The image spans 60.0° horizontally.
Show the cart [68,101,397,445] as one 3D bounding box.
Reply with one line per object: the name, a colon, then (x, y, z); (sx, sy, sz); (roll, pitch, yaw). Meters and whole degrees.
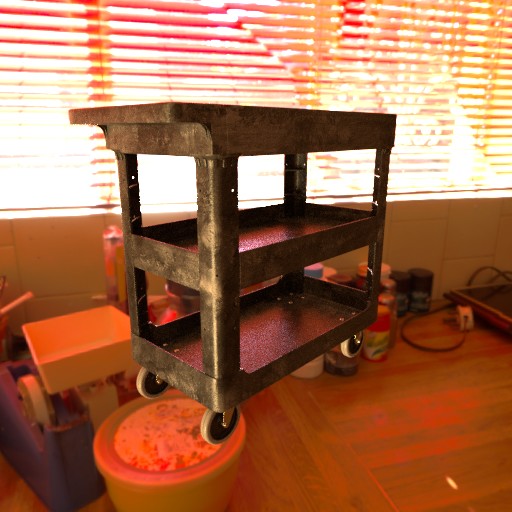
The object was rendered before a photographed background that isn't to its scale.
cart: (0.000, 0.000, 1.330); (0.420, 0.824, 0.877); (15, 21, 42)
